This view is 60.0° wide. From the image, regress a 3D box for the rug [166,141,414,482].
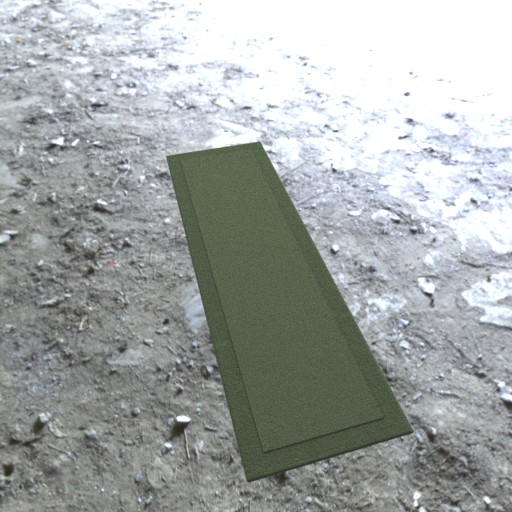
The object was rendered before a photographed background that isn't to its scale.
[{"bbox_3d":[0.000,0.000,2.675,0.759,0.012,2.430,-11,47,-11],"label":"rug"}]
